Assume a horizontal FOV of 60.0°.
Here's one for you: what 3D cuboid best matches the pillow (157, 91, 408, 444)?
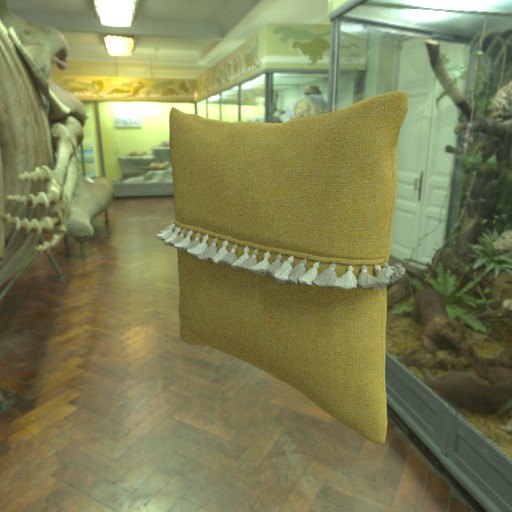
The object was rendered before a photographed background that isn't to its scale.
[{"bbox_3d":[0.000,0.000,0.722,0.485,0.481,0.167,14,21,42],"label":"pillow"}]
